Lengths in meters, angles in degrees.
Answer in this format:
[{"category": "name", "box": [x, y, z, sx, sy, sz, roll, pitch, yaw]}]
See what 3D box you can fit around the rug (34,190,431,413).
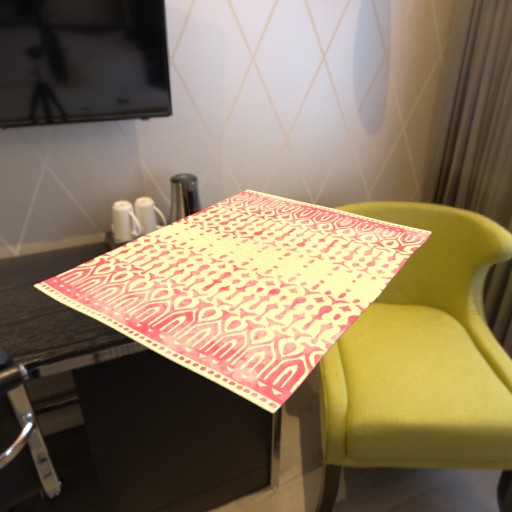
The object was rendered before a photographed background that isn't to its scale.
[{"category": "rug", "box": [0.000, 0.000, 4.218, 2.441, 0.016, 3.095, 18, 32, 31]}]
